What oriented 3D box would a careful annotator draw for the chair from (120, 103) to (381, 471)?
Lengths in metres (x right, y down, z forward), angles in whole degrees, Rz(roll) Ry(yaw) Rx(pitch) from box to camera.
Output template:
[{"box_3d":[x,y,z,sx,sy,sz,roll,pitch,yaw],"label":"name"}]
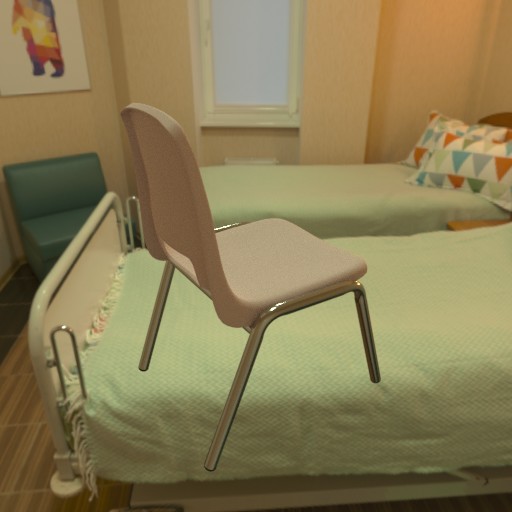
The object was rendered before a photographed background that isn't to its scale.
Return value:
[{"box_3d":[0.000,0.000,0.854,0.423,0.586,0.354,-17,31,-30],"label":"chair"}]
